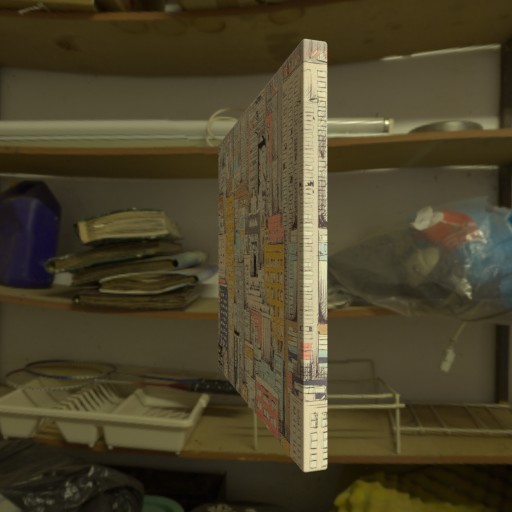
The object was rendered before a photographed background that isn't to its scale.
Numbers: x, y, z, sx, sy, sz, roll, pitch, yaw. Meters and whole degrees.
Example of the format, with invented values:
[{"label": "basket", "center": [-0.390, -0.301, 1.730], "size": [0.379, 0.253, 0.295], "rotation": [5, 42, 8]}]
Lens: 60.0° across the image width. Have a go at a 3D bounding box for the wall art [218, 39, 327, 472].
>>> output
[{"label": "wall art", "center": [0.000, 0.000, 0.914], "size": [0.038, 0.608, 0.607], "rotation": [0, 0, -16]}]
